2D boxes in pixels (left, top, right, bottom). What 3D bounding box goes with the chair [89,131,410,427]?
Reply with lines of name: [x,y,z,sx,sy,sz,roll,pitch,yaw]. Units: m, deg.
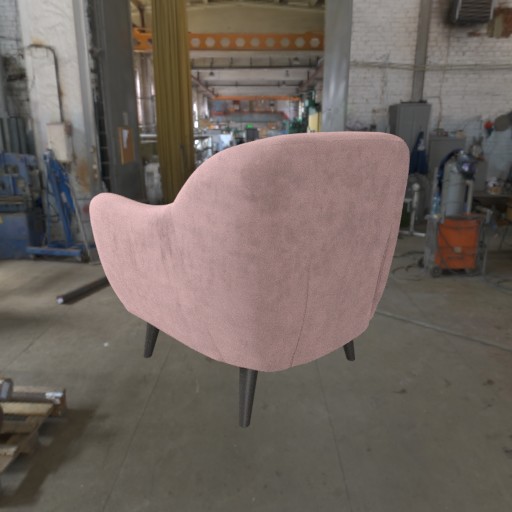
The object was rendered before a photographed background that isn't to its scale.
chair: [0.000,0.000,1.520,0.840,0.820,0.820,-15,21,-43]
